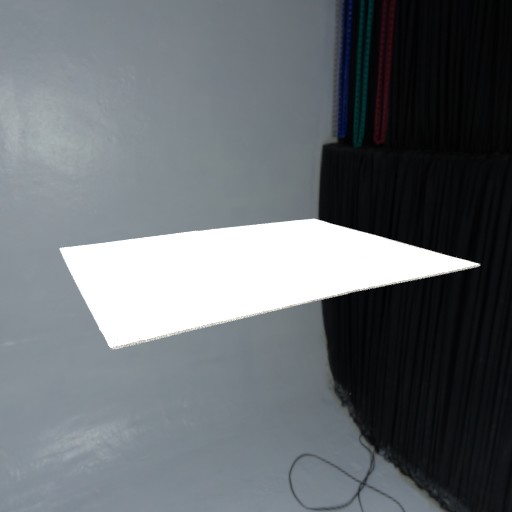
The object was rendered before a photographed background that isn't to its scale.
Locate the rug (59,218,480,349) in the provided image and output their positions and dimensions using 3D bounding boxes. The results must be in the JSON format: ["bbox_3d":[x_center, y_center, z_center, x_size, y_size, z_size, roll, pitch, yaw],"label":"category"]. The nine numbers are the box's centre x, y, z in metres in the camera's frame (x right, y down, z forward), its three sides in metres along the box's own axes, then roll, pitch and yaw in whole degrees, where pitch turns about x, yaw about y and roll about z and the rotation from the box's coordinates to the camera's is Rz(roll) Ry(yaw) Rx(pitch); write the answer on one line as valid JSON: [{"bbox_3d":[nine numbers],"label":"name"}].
[{"bbox_3d":[0.000,0.000,4.948,3.778,0.053,2.873,-9,18,-28],"label":"rug"}]
